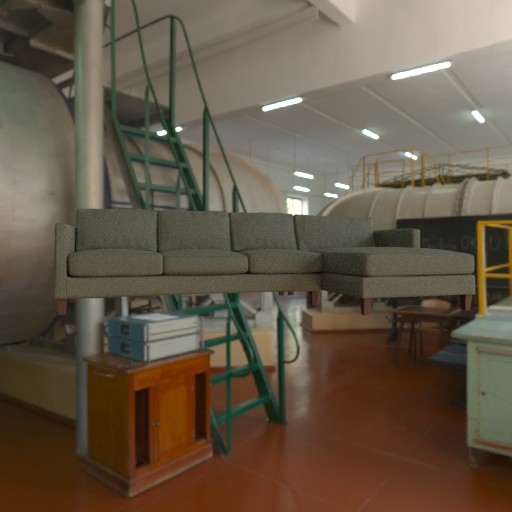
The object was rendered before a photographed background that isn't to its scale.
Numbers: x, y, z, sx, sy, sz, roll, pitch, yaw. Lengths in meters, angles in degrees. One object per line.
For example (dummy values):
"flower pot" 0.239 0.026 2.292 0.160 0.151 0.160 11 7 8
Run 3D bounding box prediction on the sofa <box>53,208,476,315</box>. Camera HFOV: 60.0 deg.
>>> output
"sofa" 0.000 0.000 3.822 3.186 0.861 1.625 0 1 -17
